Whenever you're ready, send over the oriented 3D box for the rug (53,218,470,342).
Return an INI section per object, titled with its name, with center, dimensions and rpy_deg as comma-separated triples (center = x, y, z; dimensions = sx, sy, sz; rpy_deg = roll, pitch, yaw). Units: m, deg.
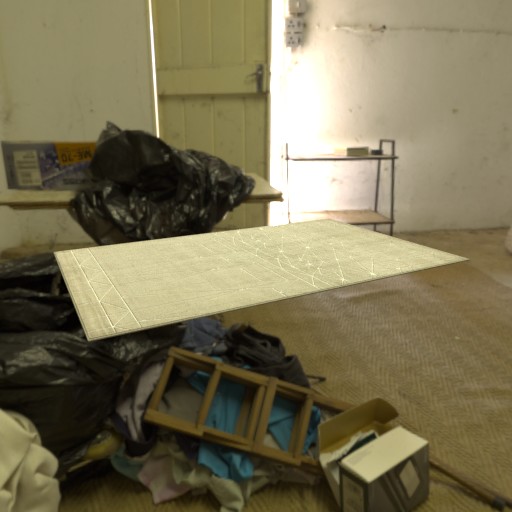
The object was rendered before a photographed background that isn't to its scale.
[rug]
center = 0.000, 0.000, 3.060
dimensions = 2.438, 0.012, 1.524
rpy_deg = -9, 19, -27
